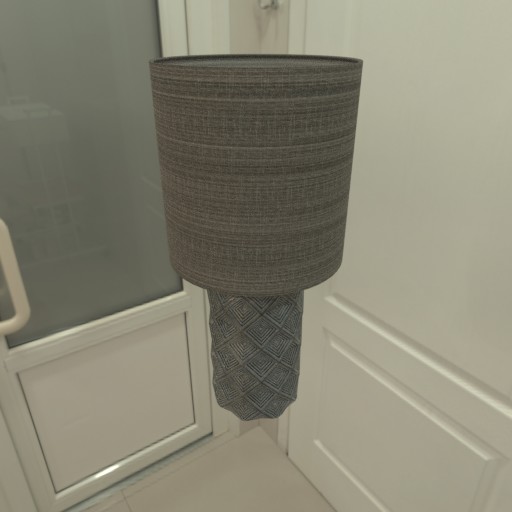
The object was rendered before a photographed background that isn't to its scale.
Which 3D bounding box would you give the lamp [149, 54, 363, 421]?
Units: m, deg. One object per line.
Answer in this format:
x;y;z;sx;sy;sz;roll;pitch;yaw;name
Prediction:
0.000;0.000;0.696;0.269;0.566;0.268;-18;32;-31;lamp
